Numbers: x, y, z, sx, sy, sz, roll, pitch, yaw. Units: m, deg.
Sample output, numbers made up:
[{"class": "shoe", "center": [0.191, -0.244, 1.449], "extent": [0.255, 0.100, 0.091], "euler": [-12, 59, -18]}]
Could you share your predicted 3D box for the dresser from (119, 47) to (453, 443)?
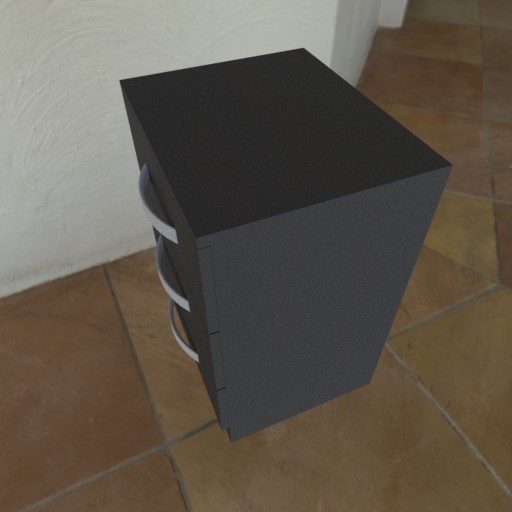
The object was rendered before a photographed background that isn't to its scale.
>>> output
[{"class": "dresser", "center": [0.000, 0.000, 0.829], "extent": [0.360, 0.560, 0.400], "euler": [-17, 49, -16]}]
